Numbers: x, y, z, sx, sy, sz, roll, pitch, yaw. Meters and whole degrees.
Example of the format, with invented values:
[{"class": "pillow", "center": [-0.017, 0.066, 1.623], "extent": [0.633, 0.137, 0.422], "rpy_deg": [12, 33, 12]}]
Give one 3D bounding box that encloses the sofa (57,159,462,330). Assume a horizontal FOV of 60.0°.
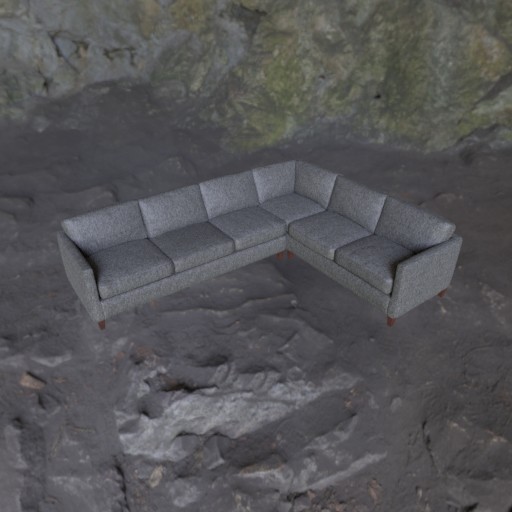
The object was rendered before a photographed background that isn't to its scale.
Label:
[{"class": "sofa", "center": [0.000, 0.000, 4.600], "extent": [3.302, 0.947, 2.593], "rpy_deg": [-21, 37, -30]}]
